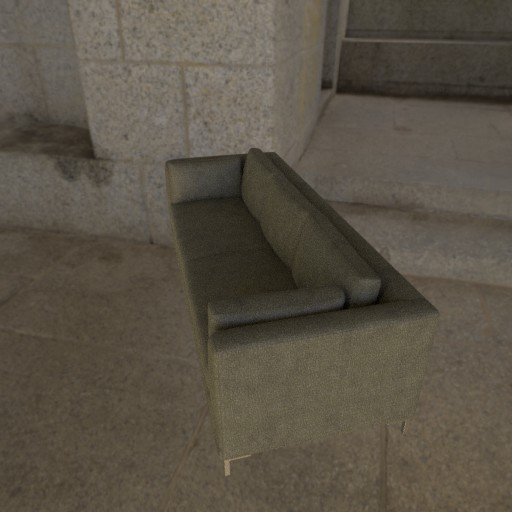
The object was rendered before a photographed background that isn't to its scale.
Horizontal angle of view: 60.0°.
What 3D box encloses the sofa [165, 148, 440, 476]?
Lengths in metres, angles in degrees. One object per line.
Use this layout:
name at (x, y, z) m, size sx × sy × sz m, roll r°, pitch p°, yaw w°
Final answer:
sofa at (0.000, 0.000, 2.904) m, size 0.969 × 0.867 × 2.415 m, roll -7°, pitch 30°, yaw -13°
